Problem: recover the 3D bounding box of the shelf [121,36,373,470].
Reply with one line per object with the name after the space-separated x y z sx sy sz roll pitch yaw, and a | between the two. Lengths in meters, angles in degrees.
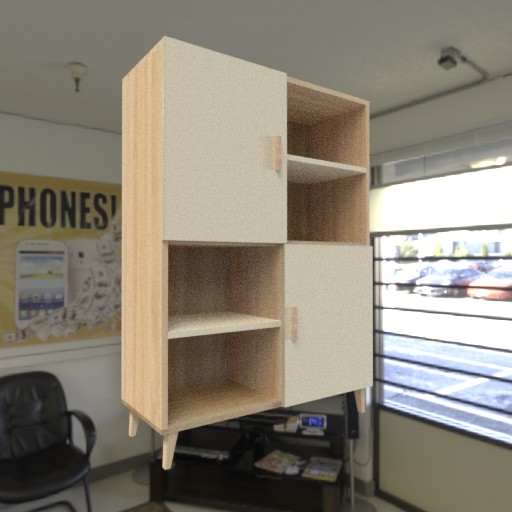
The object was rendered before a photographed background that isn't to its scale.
0.000 0.000 1.863 0.995 1.405 0.434 0 -1 -35 | shelf
